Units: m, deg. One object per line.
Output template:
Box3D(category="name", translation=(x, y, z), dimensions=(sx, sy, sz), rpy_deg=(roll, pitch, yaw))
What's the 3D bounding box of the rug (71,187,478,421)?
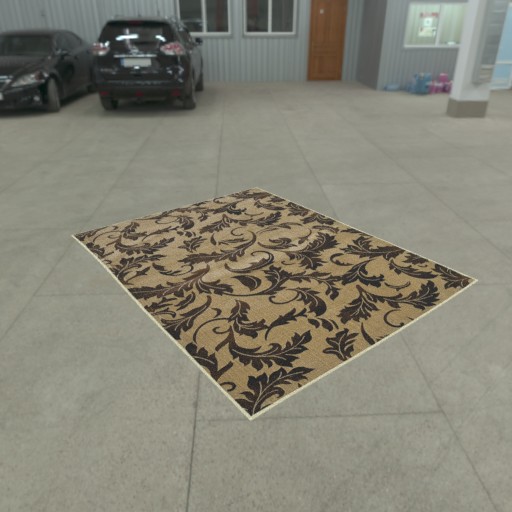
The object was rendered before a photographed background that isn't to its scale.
Box3D(category="rug", translation=(0.000, 0.000, 4.042), dimensions=(2.380, 0.008, 2.977), rpy_deg=(-20, 34, -33))
